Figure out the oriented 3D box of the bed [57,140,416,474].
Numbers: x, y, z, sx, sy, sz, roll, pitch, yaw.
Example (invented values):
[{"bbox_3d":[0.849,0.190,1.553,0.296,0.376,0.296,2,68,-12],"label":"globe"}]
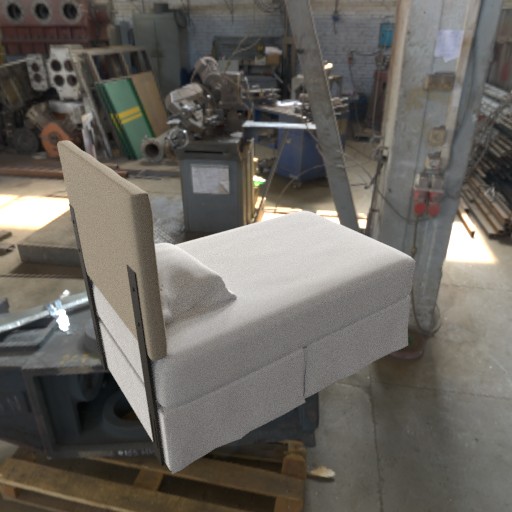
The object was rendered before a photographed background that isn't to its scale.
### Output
[{"bbox_3d":[0.000,0.000,2.949,1.997,1.571,1.261,-18,32,-31],"label":"bed"}]
